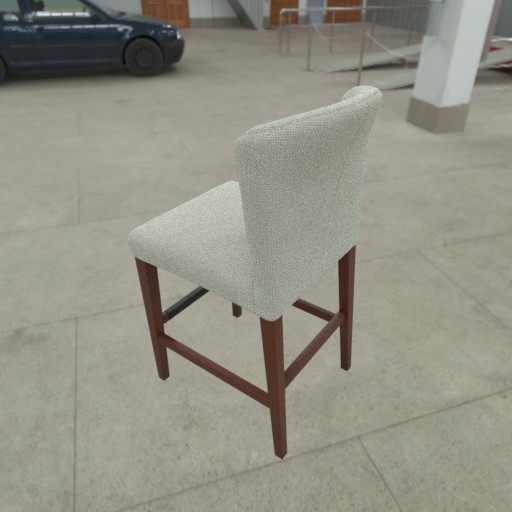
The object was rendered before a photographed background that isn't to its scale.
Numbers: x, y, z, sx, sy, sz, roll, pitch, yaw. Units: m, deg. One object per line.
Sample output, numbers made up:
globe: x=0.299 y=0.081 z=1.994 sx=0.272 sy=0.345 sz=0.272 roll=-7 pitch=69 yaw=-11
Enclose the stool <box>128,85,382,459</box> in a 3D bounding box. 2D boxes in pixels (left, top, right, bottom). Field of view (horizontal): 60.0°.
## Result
stool: x=0.000 y=0.000 z=1.289 sx=0.568 sy=0.969 sz=0.481 roll=22 pitch=38 yaw=30
